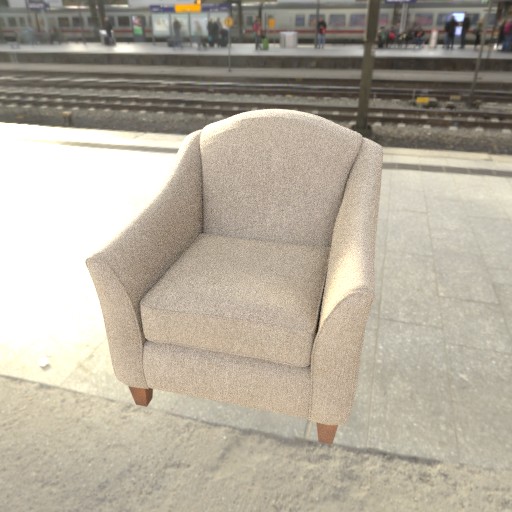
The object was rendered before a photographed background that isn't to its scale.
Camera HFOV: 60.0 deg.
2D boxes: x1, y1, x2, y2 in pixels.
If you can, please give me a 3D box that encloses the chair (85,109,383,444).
[{"bbox_3d":[0.000,0.000,1.481,0.763,0.839,0.787,7,28,13],"label":"chair"}]
